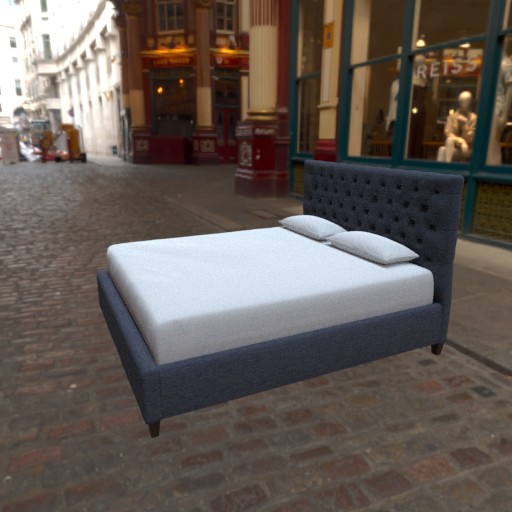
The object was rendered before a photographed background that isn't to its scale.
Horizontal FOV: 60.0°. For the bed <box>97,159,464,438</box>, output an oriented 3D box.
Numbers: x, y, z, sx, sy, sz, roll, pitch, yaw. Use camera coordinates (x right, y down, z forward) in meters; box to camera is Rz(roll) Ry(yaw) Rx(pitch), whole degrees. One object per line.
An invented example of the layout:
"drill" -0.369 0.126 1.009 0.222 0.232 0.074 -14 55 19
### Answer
"bed" 0.000 0.000 3.746 2.387 1.427 2.078 -7 17 -25
